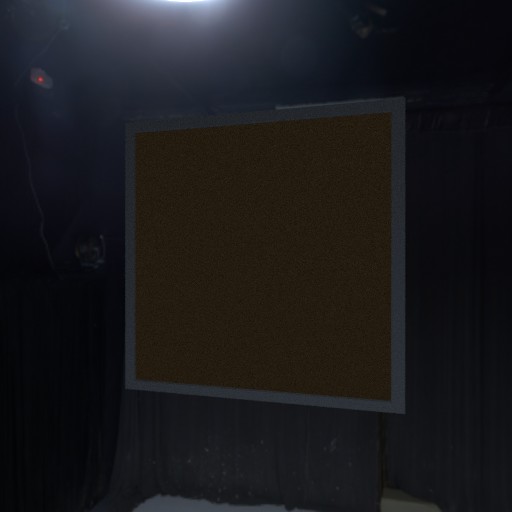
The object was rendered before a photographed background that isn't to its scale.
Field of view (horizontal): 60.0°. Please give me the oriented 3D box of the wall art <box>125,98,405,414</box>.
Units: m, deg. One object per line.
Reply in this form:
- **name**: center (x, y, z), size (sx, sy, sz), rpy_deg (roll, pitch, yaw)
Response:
- **wall art**: center (0.000, 0.000, 0.795), size (0.506, 0.506, 0.038), rpy_deg (0, 0, 15)
